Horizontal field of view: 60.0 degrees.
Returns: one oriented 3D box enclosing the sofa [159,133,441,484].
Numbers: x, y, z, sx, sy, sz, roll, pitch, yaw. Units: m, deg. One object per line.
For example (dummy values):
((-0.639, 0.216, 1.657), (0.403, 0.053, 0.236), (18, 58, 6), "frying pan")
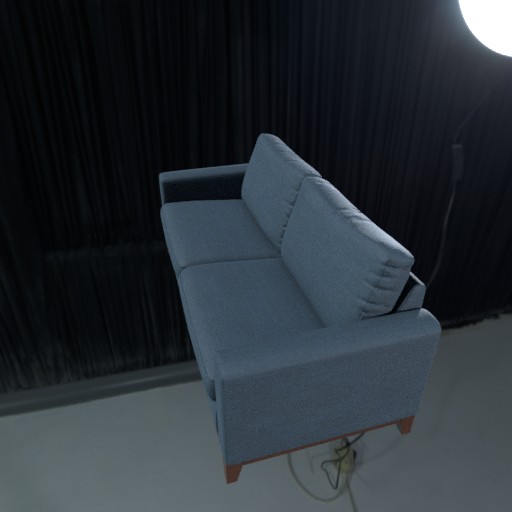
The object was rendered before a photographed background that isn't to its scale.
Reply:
((0.000, 0.000, 2.385), (0.877, 0.865, 1.900), (-9, 33, -14), "sofa")
